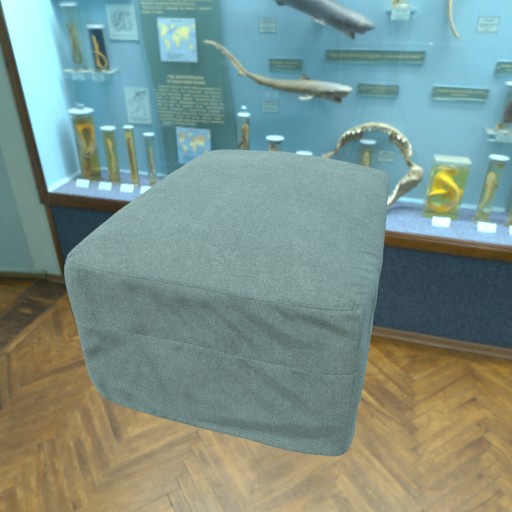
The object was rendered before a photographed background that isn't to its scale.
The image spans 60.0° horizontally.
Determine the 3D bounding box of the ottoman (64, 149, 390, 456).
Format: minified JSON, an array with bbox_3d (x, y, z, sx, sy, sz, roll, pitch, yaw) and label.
[{"bbox_3d":[0.000,0.000,1.262,0.683,0.481,0.837,8,31,15],"label":"ottoman"}]
